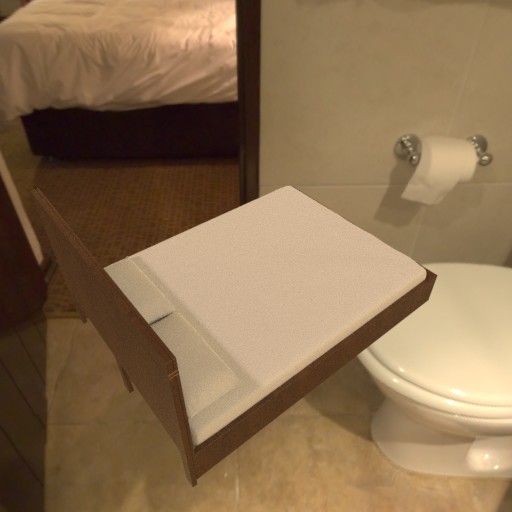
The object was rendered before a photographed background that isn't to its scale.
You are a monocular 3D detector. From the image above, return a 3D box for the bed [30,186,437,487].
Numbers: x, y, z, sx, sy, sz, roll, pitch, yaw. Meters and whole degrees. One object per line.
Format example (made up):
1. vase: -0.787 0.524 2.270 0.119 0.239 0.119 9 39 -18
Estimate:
1. bed: 0.000 0.000 3.123 2.221 1.169 1.613 -28 48 -28
